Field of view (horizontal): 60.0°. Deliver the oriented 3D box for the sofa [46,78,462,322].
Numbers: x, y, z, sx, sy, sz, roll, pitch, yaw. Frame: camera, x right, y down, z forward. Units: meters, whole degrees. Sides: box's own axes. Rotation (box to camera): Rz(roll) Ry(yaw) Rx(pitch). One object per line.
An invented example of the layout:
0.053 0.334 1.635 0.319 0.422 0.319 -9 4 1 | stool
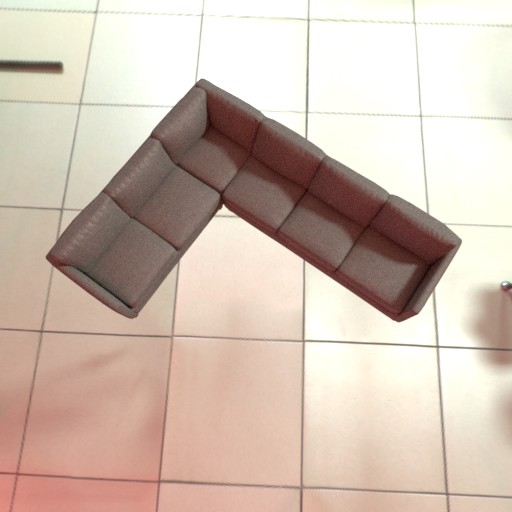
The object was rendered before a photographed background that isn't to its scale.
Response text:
0.000 0.000 4.582 3.302 0.947 2.593 34 77 9 | sofa
